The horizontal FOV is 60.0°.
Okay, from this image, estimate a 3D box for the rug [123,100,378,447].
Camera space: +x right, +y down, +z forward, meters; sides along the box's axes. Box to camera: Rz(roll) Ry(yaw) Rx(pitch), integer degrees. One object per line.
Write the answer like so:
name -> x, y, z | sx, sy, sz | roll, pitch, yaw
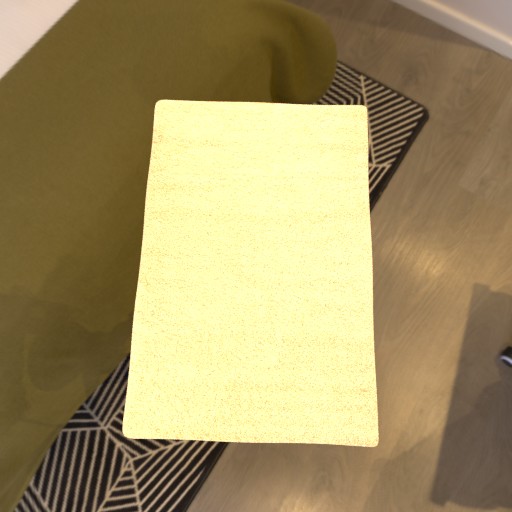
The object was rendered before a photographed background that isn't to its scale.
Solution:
rug -> 0.000, 0.000, 3.442 | 1.798, 0.025, 2.698 | 2, 75, 0
